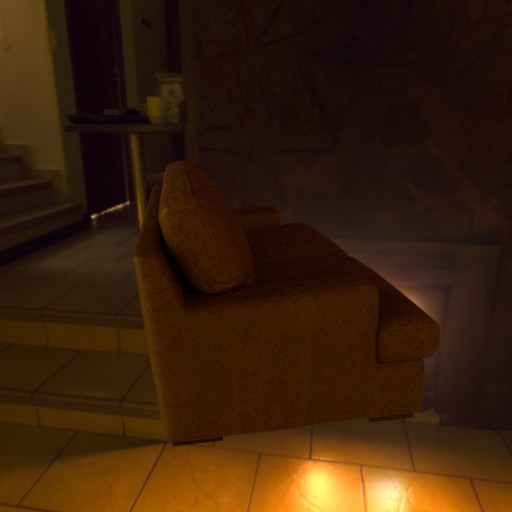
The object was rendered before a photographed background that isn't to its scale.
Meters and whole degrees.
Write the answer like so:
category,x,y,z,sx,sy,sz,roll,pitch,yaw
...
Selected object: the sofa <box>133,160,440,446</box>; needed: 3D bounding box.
category,x,y,z,sx,sy,sz,roll,pitch,yaw
sofa,0.000,0.000,2.442,1.143,0.939,1.880,-3,17,-10
